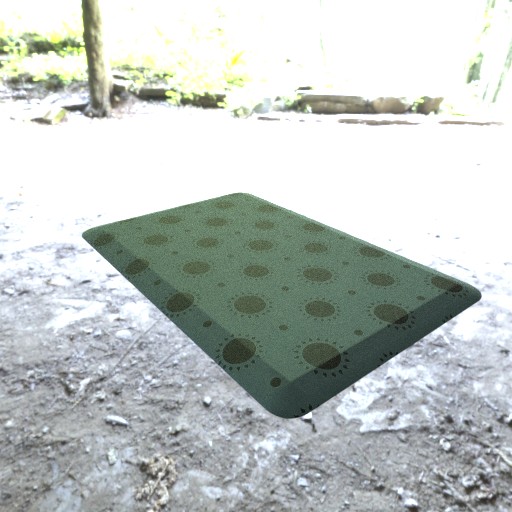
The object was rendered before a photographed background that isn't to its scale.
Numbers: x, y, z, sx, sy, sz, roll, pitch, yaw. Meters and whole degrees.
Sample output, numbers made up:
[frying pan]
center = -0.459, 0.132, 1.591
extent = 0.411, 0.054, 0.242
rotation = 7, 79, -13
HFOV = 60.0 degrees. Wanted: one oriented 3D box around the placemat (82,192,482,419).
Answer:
[placemat]
center = 0.000, 0.000, 0.948
extent = 0.508, 0.021, 0.762
rotation = -19, 33, -34
